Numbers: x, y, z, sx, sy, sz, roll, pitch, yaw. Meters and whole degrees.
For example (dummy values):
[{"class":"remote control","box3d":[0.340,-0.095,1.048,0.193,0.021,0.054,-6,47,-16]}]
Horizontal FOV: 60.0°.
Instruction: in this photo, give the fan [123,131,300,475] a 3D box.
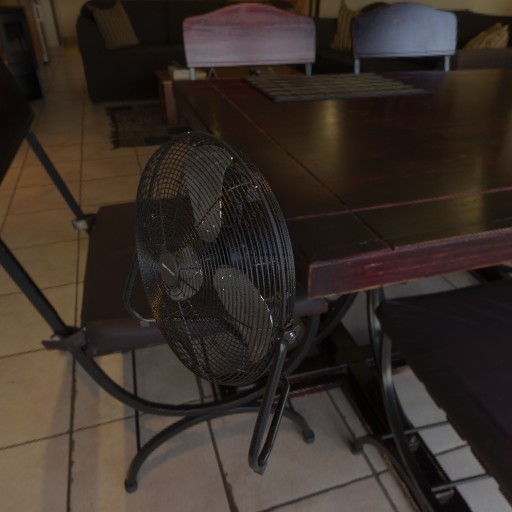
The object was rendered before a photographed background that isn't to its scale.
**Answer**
[{"class":"fan","box3d":[0.000,0.000,0.932,0.424,0.546,0.555,-21,38,-30]}]
